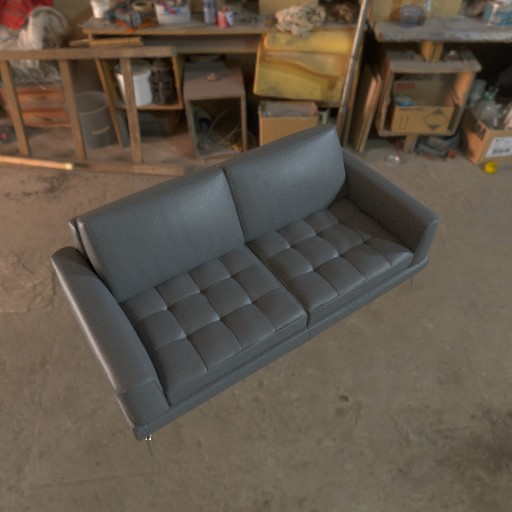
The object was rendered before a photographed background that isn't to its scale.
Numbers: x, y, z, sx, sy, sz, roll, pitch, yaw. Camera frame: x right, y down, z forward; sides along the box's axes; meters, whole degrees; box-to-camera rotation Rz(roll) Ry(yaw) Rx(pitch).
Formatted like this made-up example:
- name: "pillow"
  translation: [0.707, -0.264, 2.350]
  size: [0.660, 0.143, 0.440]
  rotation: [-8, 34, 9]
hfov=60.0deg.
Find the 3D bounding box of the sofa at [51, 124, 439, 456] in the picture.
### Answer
- name: "sofa"
  translation: [0.000, 0.000, 2.757]
  size: [2.177, 0.930, 1.121]
  rotation: [-26, 52, -22]
